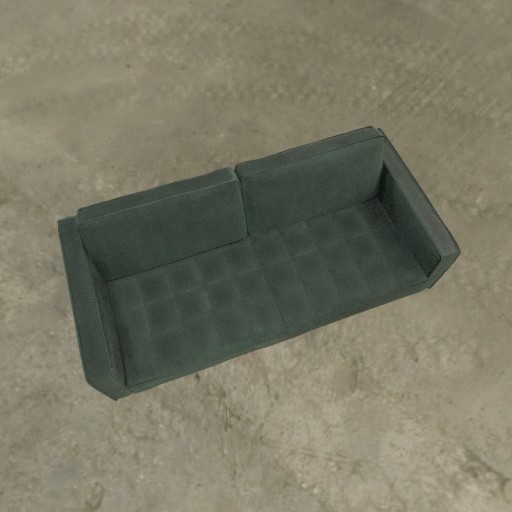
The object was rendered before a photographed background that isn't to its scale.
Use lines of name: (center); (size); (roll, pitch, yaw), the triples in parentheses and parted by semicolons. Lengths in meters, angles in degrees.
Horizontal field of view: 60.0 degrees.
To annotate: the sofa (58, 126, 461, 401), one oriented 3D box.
sofa: (0.000, 0.000, 2.314); (1.816, 0.781, 0.886); (-18, 64, -9)
